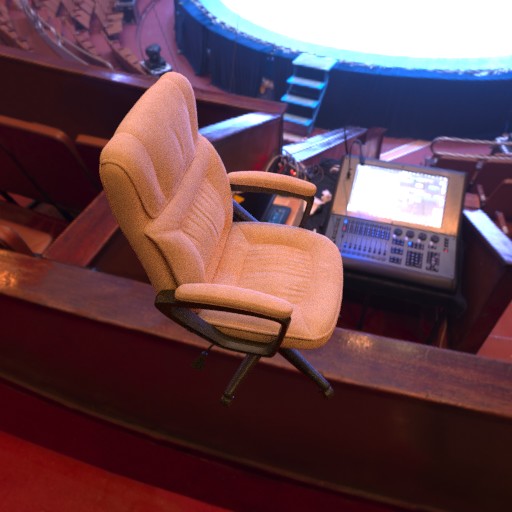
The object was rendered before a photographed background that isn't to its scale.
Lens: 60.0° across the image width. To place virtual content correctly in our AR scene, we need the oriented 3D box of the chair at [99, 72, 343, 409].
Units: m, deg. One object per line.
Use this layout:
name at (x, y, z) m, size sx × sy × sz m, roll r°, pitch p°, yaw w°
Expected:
chair at (0.000, 0.000, 1.566) m, size 0.724 × 1.105 × 0.667 m, roll 9°, pitch 47°, yaw 8°
